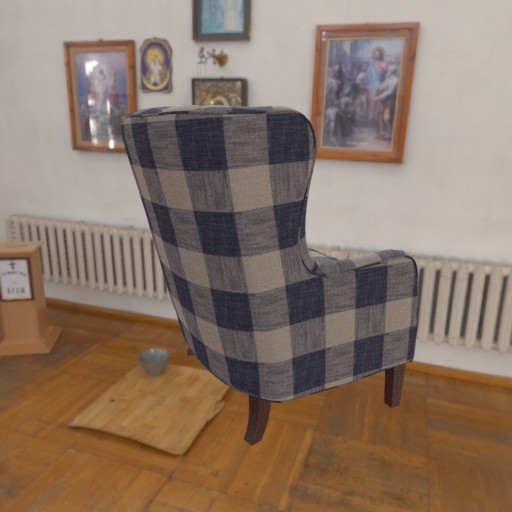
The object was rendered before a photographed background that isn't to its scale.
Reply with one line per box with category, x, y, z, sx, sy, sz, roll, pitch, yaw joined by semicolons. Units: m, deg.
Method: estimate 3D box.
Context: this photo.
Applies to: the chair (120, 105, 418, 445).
chair;0.000;0.000;1.669;0.889;1.041;0.830;-7;16;-24
